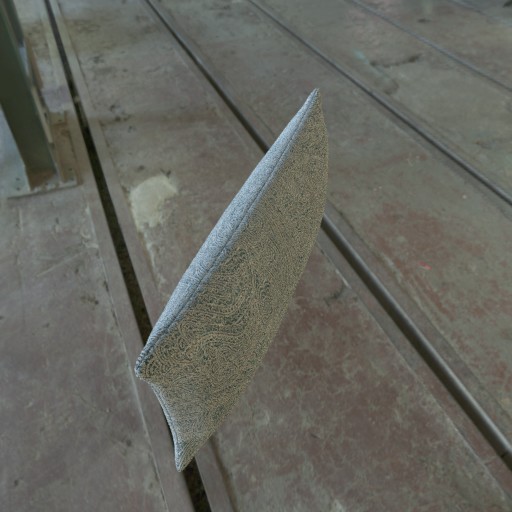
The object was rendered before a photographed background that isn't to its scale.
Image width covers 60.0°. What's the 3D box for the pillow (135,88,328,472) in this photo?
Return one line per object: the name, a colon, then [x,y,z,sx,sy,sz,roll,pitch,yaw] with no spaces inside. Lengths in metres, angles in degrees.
pillow: [0.000,0.000,0.715,0.151,0.295,0.615,16,49,15]
